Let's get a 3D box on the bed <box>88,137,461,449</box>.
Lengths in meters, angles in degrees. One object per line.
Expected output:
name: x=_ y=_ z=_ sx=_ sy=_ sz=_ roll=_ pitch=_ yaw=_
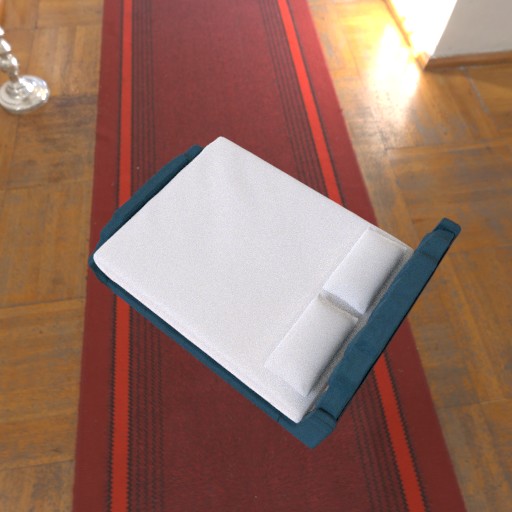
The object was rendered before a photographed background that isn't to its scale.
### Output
bed: x=0.000 y=0.000 z=3.486 sx=2.322 sy=1.351 sz=1.676 roll=34 pitch=67 yaw=17
